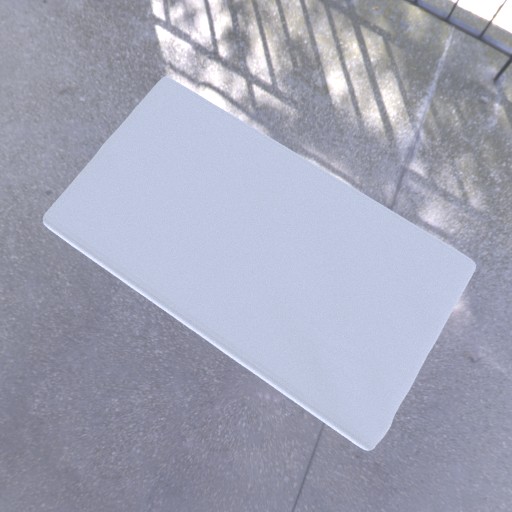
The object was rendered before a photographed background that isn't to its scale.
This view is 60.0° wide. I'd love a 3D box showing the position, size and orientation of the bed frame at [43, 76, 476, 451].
[{"bbox_3d":[0.000,0.000,2.384,1.908,0.640,1.025,33,77,9],"label":"bed frame"}]
